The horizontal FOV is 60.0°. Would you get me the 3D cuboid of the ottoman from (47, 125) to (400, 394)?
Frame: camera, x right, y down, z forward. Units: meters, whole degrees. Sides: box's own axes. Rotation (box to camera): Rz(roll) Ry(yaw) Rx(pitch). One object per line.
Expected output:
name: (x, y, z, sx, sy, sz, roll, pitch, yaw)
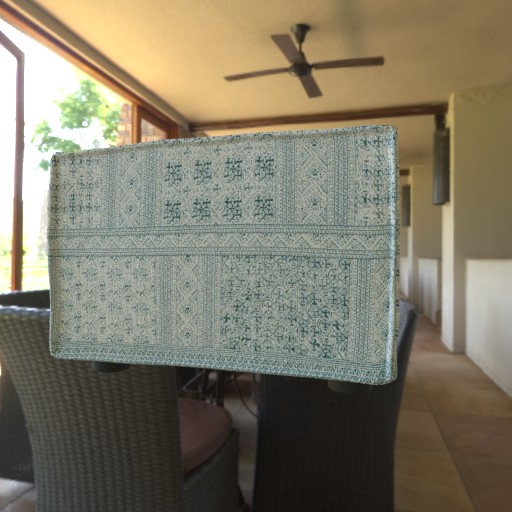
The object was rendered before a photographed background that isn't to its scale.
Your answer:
ottoman: (0.000, 0.000, 1.014, 0.617, 0.439, 0.626, 0, 0, 17)
